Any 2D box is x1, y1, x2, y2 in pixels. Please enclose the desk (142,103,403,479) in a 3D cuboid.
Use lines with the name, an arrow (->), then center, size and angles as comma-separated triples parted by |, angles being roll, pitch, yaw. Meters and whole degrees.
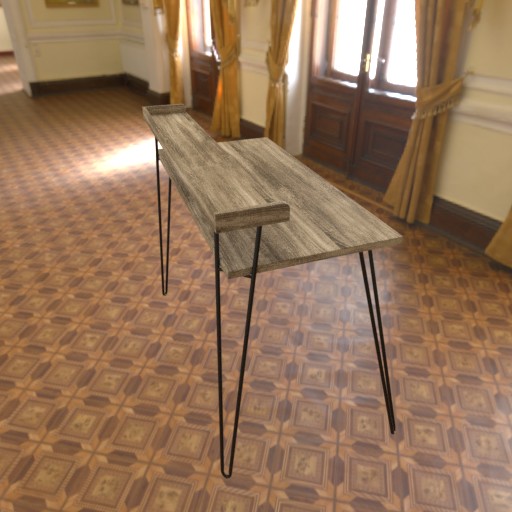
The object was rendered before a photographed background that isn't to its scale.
desk -> 0.000, 0.000, 1.631 | 0.605, 0.899, 1.135 | -11, 33, -17
